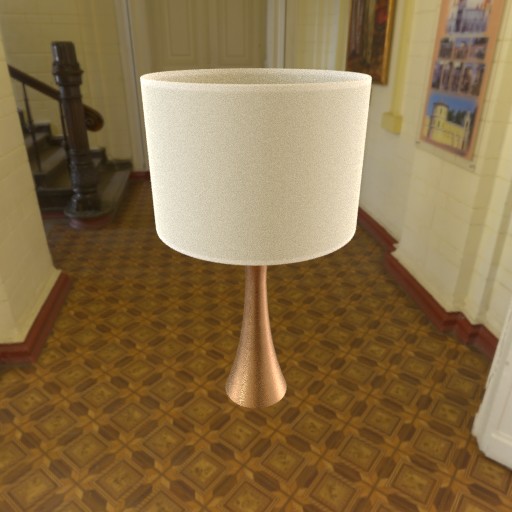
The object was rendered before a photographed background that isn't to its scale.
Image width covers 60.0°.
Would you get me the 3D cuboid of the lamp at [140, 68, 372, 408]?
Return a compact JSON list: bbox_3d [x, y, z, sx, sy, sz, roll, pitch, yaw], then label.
[{"bbox_3d":[0.000,0.000,0.631,0.268,0.479,0.268,18,31,33],"label":"lamp"}]
